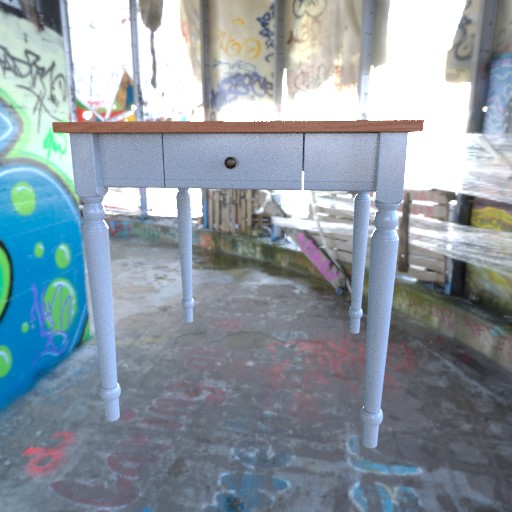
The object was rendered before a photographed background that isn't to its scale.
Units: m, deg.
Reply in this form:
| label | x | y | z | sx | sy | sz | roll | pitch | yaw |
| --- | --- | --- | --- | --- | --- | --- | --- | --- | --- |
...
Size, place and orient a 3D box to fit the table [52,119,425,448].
| label | x | y | z | sx | sy | sz | roll | pitch | yaw |
| --- | --- | --- | --- | --- | --- | --- | --- | --- | --- |
| table | 0.000 | 0.000 | 1.319 | 0.747 | 0.738 | 0.747 | 2 | 15 | 9 |
